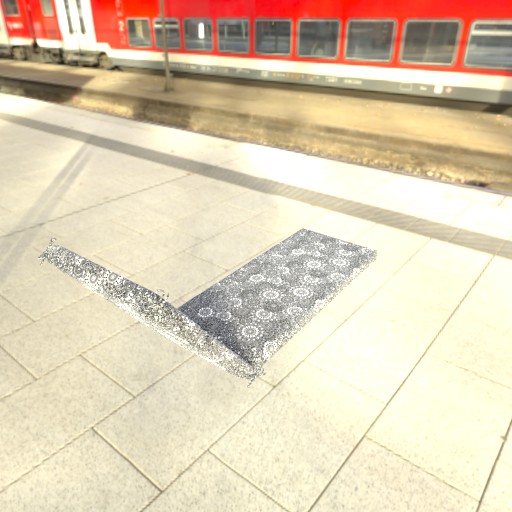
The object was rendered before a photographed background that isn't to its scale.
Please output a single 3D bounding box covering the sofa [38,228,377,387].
[{"bbox_3d":[0.000,0.000,1.995,0.582,0.622,1.663,20,35,32],"label":"sofa"}]
